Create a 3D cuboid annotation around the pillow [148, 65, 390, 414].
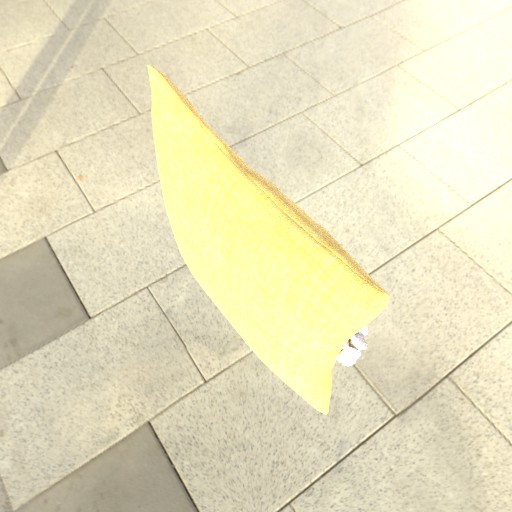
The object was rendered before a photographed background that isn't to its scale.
[{"bbox_3d":[0.000,0.000,0.739,0.167,0.481,0.485,-33,64,-19],"label":"pillow"}]
